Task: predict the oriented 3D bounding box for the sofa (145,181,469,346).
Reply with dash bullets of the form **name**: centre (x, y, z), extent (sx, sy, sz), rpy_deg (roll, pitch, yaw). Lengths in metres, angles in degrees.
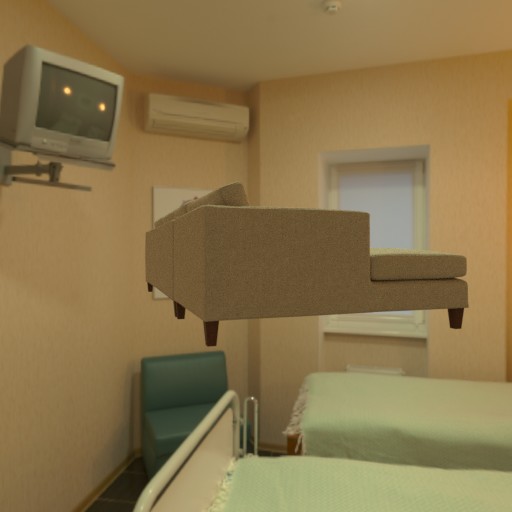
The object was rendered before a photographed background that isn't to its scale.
- **sofa**: centre (0.000, 0.000, 3.878), extent (1.625, 0.846, 3.186), rpy_deg (0, 1, -19)
